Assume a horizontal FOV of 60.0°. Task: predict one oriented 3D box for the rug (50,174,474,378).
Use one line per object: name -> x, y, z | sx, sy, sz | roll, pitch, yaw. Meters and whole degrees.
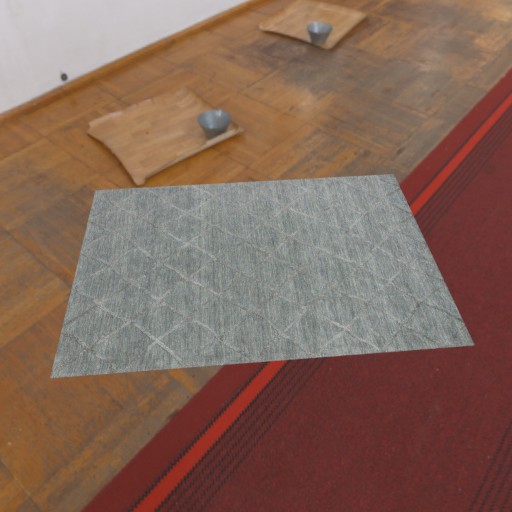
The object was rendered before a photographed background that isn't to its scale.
rug -> 0.000, 0.000, 2.881 | 2.283, 0.006, 1.521 | -4, 48, -3
